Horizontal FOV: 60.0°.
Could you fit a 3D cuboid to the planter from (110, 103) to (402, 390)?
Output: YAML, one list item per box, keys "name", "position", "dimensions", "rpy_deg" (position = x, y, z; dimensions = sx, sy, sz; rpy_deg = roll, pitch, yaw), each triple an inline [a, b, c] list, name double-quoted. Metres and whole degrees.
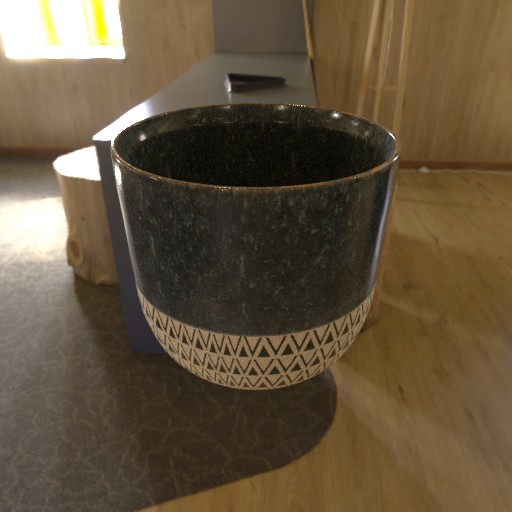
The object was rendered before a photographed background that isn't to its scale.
- name: "planter"
  position: [0.000, 0.000, 0.489]
  dimensions: [0.266, 0.270, 0.266]
  rpy_deg: [0, 31, 0]
